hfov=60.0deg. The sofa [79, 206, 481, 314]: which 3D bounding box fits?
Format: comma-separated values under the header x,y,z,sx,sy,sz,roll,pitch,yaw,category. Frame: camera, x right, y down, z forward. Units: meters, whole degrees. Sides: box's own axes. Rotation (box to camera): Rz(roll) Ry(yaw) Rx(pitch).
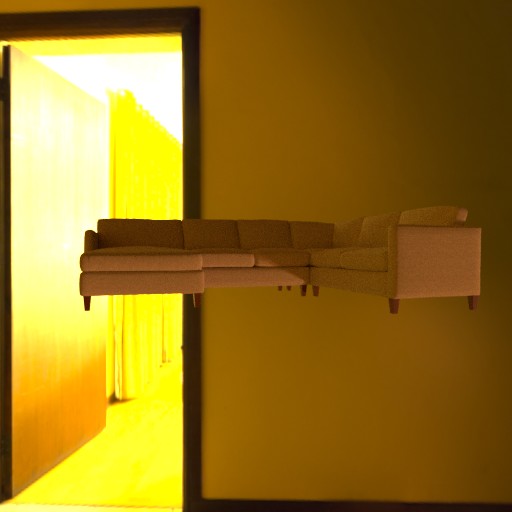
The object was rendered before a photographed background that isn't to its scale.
x,y,z,sx,sy,sz,roll,pitch,yaw,category
0.000,0.000,4.650,3.460,0.961,2.594,0,0,-17,sofa
